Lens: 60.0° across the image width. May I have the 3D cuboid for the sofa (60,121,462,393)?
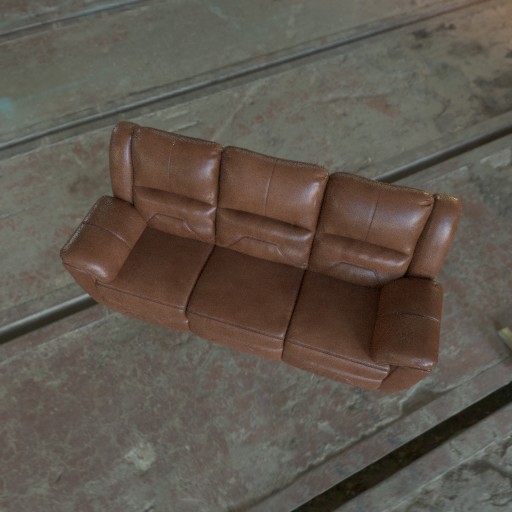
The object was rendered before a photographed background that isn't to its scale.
[{"bbox_3d":[0.000,0.000,2.872,2.337,1.043,0.991,15,59,10],"label":"sofa"}]
